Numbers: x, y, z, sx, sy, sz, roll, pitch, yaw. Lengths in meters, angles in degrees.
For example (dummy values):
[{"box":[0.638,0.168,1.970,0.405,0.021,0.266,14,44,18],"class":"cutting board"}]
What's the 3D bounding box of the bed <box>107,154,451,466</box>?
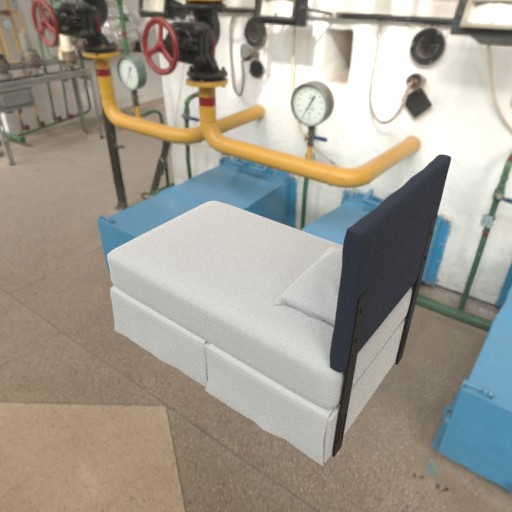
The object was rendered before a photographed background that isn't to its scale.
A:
[{"box":[0.000,0.000,3.083,1.997,1.571,1.261,23,39,31],"class":"bed"}]
